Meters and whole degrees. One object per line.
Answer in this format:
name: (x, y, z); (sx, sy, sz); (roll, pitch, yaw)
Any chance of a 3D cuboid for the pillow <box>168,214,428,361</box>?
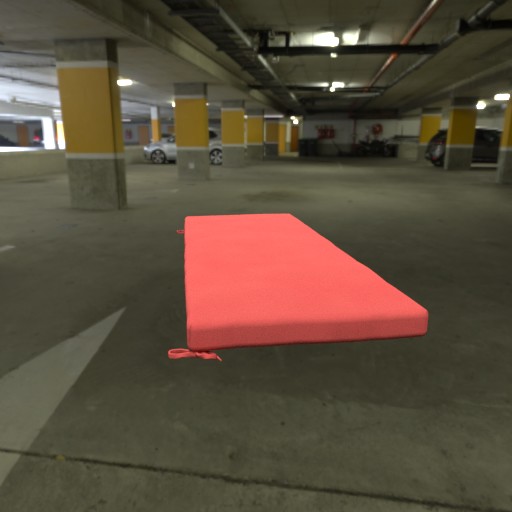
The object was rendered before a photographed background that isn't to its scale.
pillow: (0.000, 0.000, 1.347); (0.492, 0.081, 1.187); (-2, 15, -9)
